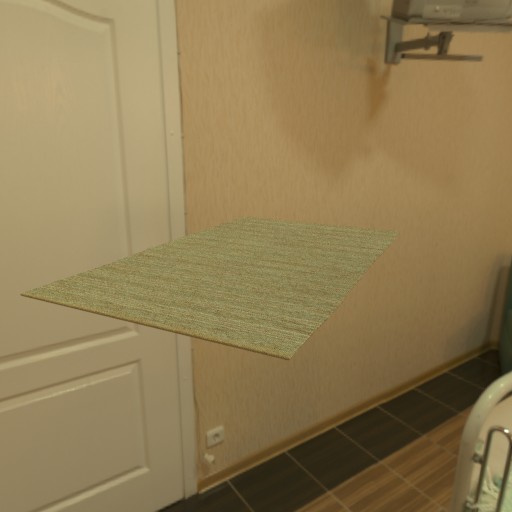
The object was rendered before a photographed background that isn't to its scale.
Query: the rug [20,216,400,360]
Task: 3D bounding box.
[{"bbox_3d":[0.000,0.000,3.039,1.540,0.012,2.448,8,18,26],"label":"rug"}]
